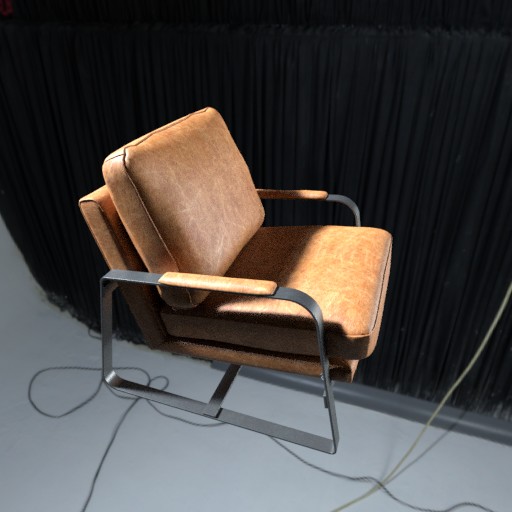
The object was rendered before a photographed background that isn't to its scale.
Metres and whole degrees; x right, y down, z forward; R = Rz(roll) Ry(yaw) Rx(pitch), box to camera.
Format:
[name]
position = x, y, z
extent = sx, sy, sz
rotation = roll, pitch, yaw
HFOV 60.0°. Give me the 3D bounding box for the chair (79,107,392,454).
[chair]
position = 0.000, 0.000, 1.378
extent = 0.801, 0.777, 0.651
rotation = 10, 32, 17
